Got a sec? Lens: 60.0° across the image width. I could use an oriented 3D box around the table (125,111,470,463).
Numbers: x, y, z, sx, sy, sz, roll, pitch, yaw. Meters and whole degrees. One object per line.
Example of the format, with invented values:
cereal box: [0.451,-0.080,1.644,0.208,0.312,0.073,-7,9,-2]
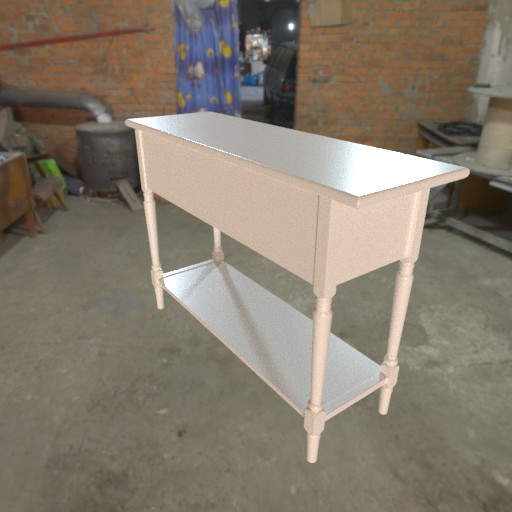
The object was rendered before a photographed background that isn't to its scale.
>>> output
table: [0.000,0.000,1.550,0.386,0.814,1.191,-18,31,-32]
